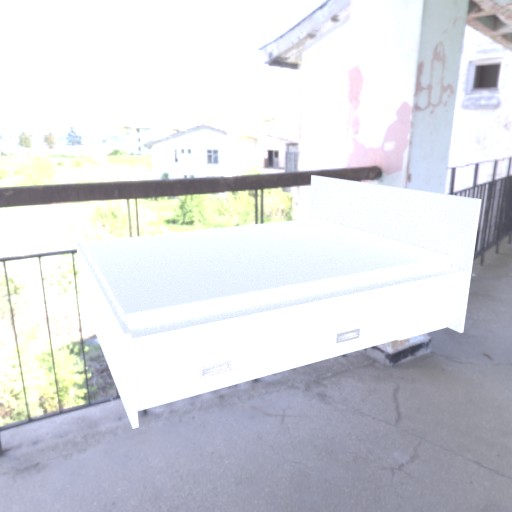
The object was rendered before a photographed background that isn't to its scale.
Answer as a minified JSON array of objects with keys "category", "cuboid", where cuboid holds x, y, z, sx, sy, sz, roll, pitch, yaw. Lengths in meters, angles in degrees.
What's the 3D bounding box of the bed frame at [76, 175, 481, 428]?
[{"category":"bed frame","cuboid":[0.000,0.000,2.810,1.960,0.800,1.622,-8,17,-26]}]
